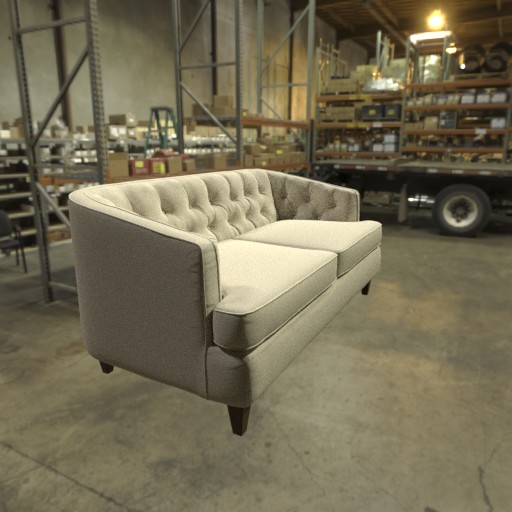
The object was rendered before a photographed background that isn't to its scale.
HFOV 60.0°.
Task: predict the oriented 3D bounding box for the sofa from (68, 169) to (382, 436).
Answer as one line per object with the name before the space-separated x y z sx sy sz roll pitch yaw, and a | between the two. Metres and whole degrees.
sofa | 0.000 0.000 2.266 0.941 0.855 1.733 8 17 27
